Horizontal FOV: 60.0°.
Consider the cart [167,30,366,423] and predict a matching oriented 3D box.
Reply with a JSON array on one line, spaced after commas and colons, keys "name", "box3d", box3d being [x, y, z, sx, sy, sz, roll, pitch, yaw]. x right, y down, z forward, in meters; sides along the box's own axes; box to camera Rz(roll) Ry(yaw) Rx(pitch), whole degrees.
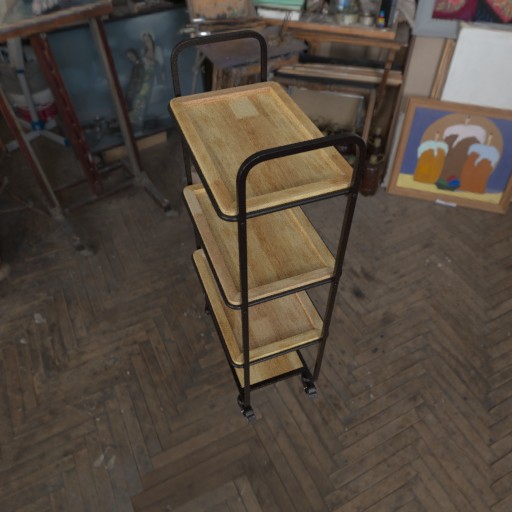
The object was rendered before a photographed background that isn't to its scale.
[{"name": "cart", "box3d": [0.000, 0.000, 1.327, 0.321, 1.080, 0.545, -15, 49, -14]}]
